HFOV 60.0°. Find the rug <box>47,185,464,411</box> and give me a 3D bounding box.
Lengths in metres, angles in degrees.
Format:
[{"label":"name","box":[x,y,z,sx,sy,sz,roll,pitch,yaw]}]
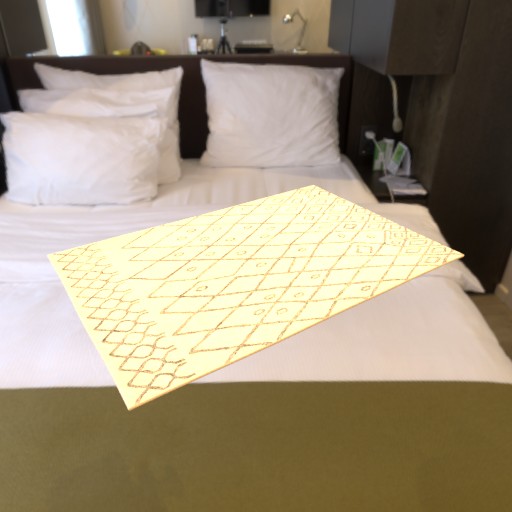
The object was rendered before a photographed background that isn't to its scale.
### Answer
[{"label":"rug","box":[0.000,0.000,2.333,1.828,0.015,1.222,-19,35,-29]}]
